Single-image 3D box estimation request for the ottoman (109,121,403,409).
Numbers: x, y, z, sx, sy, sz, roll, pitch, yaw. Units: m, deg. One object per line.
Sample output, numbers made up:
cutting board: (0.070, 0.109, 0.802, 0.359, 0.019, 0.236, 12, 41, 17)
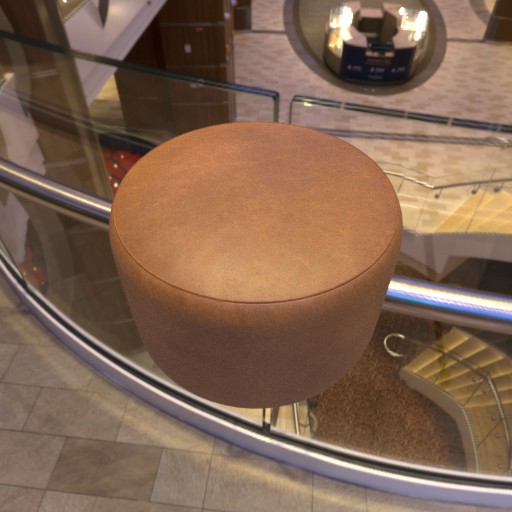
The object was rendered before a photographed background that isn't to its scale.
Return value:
ottoman: (0.000, 0.000, 1.037, 0.607, 0.438, 0.607, 0, 46, 0)
